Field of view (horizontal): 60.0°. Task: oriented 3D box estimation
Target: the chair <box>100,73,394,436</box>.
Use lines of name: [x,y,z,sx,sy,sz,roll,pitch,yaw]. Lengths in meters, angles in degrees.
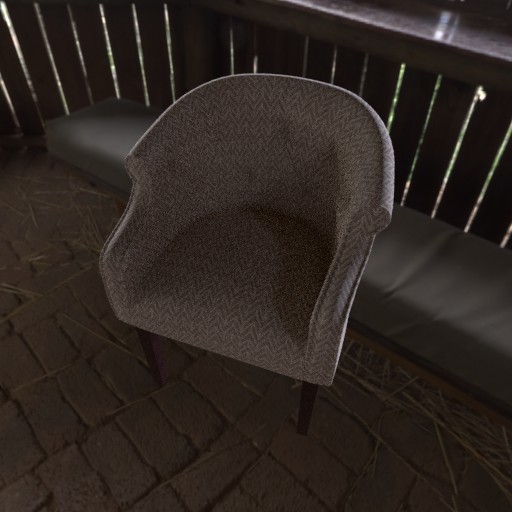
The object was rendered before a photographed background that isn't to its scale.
chair: [0.000,0.000,1.297,0.686,0.858,0.613,14,44,15]
